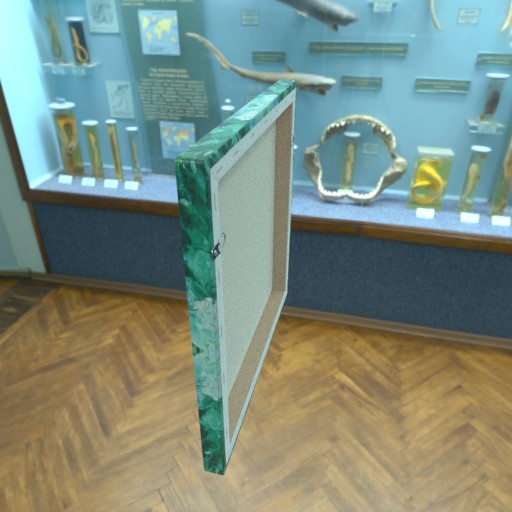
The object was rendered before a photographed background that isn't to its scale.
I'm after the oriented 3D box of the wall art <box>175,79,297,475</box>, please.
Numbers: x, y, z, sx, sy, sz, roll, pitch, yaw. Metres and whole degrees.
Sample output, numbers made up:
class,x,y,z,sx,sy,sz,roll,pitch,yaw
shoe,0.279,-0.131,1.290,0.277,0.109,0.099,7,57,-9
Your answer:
class,x,y,z,sx,sy,sz,roll,pitch,yaw
wall art,0.000,0.000,0.777,0.038,0.508,0.507,8,31,13
